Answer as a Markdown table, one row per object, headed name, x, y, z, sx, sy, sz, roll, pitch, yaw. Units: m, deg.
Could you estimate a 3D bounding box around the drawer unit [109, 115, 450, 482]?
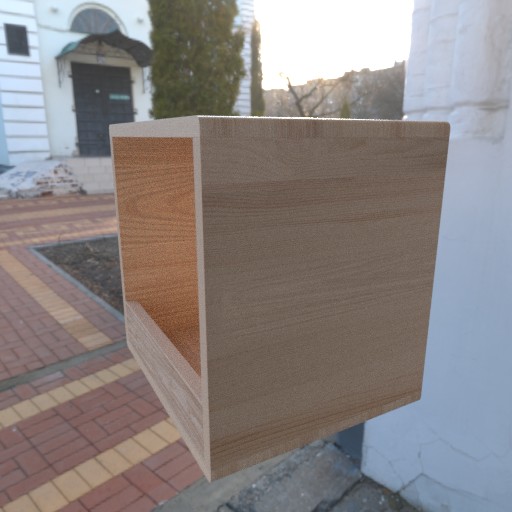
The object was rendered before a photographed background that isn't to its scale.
| name | x | y | z | sx | sy | sz | roll | pitch | yaw |
| --- | --- | --- | --- | --- | --- | --- | --- | --- | --- |
| drawer unit | 0.000 | 0.000 | 0.599 | 0.290 | 0.344 | 0.344 | -8 | 17 | -28 |
